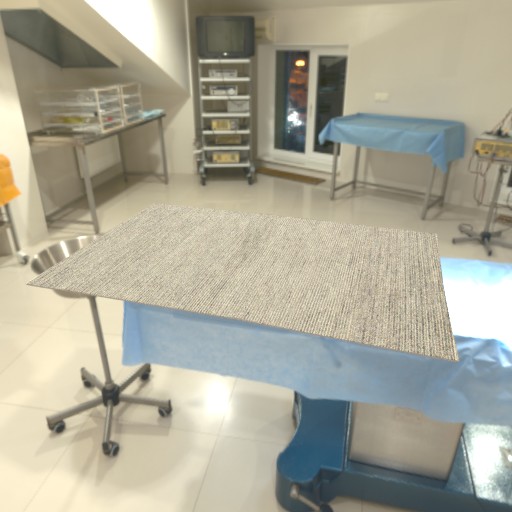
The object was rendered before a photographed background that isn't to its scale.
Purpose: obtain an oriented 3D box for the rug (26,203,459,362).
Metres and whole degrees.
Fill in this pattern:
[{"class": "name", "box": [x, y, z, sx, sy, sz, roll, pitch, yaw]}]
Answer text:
[{"class": "rug", "box": [0.000, 0.000, 2.238, 1.804, 0.022, 1.162, 8, 27, 16]}]
